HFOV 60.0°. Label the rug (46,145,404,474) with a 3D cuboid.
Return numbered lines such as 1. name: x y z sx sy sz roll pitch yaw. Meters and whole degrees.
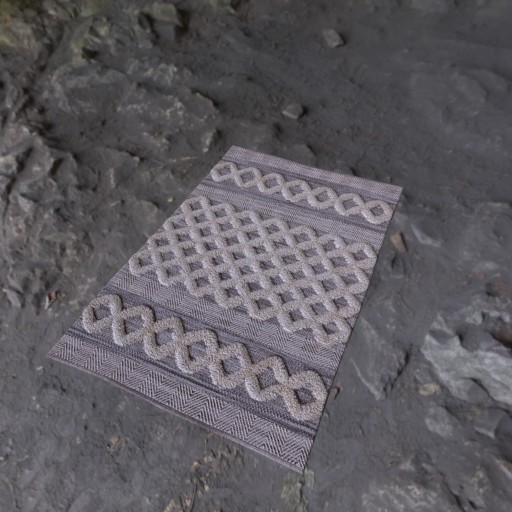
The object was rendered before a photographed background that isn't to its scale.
1. rug: 0.000 0.000 2.961 1.513 0.033 2.333 18 48 17
